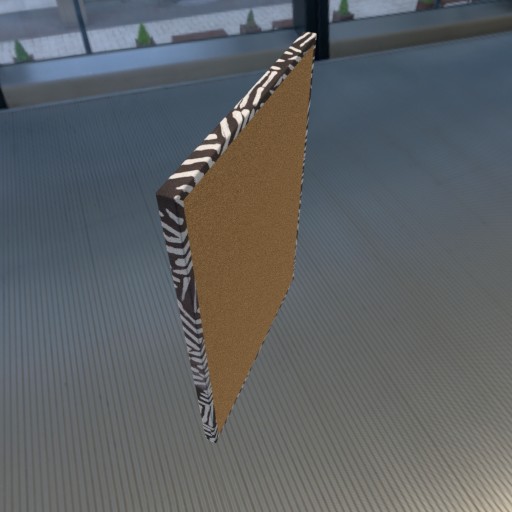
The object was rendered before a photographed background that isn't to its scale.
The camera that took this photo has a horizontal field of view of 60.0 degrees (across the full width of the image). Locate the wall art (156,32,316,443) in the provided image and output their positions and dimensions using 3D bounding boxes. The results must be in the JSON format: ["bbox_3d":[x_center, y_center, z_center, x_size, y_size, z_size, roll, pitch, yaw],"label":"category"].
[{"bbox_3d":[0.000,0.000,1.324,0.038,1.017,0.765,17,49,15],"label":"wall art"}]
